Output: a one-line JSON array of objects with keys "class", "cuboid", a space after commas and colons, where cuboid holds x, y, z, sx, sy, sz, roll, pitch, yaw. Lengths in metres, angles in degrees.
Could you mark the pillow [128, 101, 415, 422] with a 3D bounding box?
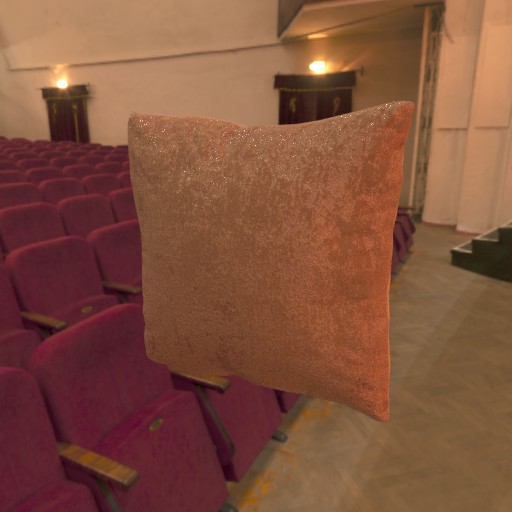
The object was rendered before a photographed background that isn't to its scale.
[{"class": "pillow", "cuboid": [0.000, 0.000, 0.698, 0.450, 0.448, 0.245, 8, 17, 26]}]
